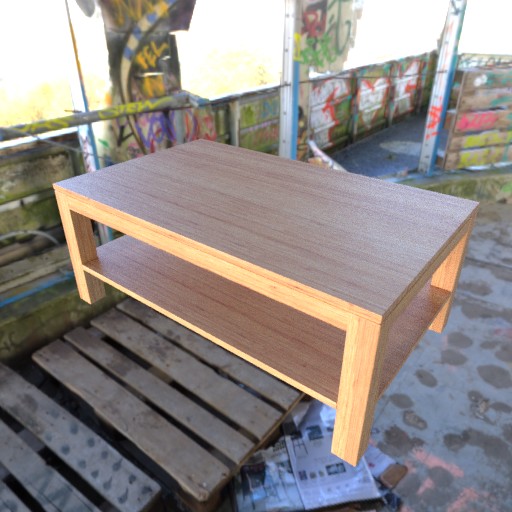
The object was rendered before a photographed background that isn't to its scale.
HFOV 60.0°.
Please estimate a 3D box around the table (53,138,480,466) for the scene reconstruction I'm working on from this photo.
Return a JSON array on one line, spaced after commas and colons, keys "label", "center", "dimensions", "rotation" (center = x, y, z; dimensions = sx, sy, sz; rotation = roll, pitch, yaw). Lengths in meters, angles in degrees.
[{"label": "table", "center": [0.000, 0.000, 1.497], "dimensions": [1.146, 0.457, 0.695], "rotation": [21, 36, 32]}]
